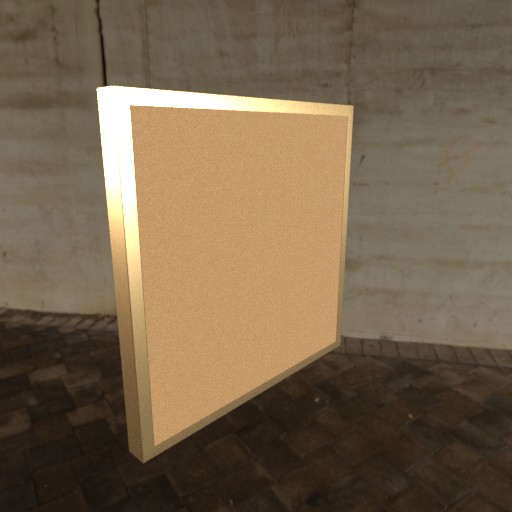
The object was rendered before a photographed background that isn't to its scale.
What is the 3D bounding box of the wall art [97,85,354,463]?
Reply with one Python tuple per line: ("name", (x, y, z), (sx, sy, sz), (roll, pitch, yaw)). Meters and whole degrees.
("wall art", (0.000, 0.000, 0.454), (0.023, 0.305, 0.305), (14, 21, 42))
